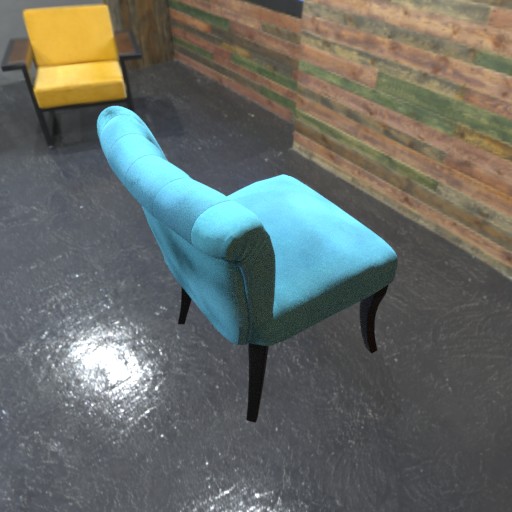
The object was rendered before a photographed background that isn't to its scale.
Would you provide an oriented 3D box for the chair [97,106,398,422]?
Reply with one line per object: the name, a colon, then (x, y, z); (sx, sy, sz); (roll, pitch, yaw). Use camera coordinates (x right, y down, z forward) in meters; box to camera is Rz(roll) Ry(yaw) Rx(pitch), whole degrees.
chair: (0.000, 0.000, 1.190); (0.605, 0.750, 0.582); (-24, 46, -26)
